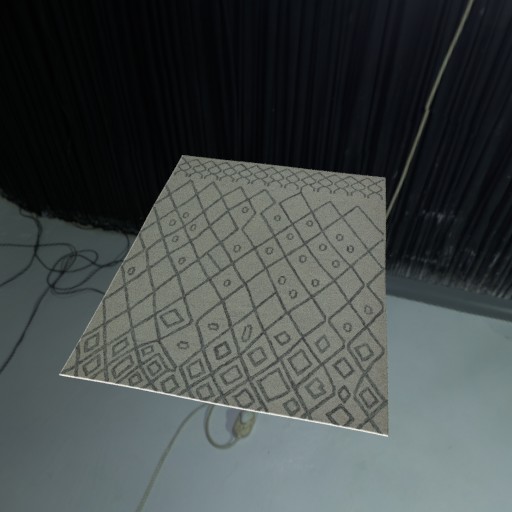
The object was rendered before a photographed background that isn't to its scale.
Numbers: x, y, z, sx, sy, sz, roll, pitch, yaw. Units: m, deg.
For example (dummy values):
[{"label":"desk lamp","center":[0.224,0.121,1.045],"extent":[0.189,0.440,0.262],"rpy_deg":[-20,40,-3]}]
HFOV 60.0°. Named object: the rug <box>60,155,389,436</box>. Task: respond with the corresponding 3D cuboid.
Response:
[{"label":"rug","center":[0.000,0.000,4.237],"extent":[2.446,0.015,3.046],"rpy_deg":[8,46,8]}]
